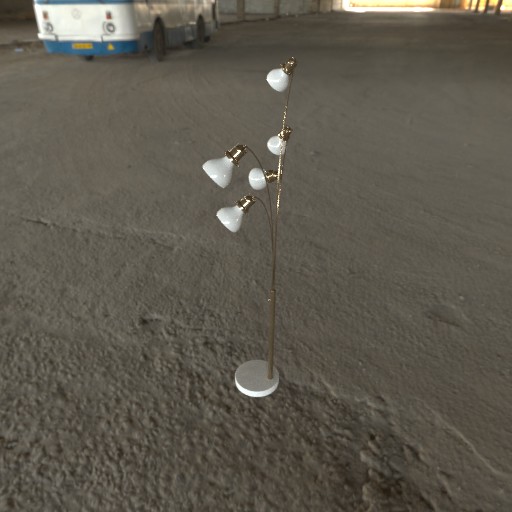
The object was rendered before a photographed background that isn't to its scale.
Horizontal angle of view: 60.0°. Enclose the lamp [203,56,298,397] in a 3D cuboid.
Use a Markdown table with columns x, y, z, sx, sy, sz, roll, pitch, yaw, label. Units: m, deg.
| x | y | z | sx | sy | sz | roll | pitch | yaw | label |
| --- | --- | --- | --- | --- | --- | --- | --- | --- | --- |
| 0.000 | 0.000 | 3.046 | 0.361 | 2.423 | 1.405 | 9 | 31 | 15 | lamp |
